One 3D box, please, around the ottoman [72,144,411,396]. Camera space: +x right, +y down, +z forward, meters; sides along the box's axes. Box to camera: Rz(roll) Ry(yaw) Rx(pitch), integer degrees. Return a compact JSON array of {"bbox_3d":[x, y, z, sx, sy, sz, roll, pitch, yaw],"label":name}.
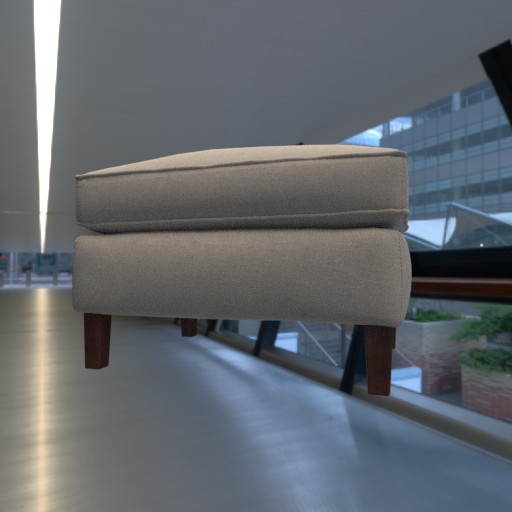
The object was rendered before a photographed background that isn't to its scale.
[{"bbox_3d":[0.000,0.000,1.010,0.665,0.456,0.501,0,-1,19],"label":"ottoman"}]
